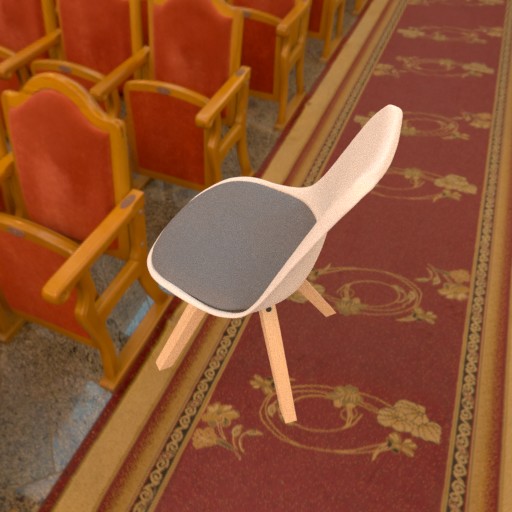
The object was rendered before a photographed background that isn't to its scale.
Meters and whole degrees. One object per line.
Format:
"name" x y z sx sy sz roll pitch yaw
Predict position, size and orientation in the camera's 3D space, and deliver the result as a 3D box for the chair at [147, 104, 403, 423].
"chair" 0.000 0.000 1.179 0.550 0.850 0.485 18 51 15
